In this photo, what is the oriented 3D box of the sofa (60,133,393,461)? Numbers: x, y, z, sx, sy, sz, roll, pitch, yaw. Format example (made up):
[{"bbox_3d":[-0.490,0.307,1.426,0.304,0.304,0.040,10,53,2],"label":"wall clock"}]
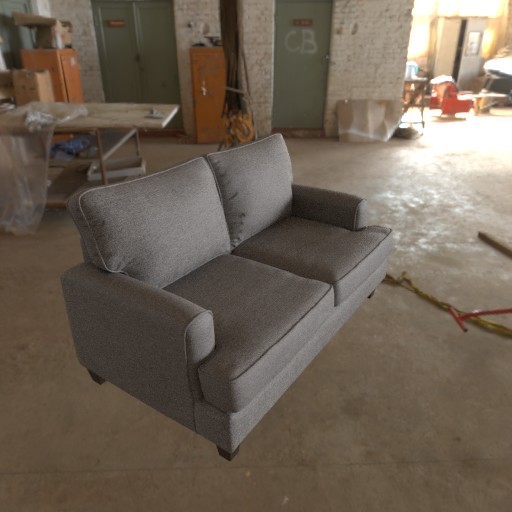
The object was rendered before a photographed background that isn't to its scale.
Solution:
[{"bbox_3d":[0.000,0.000,2.292,0.965,0.965,1.651,17,31,30],"label":"sofa"}]
